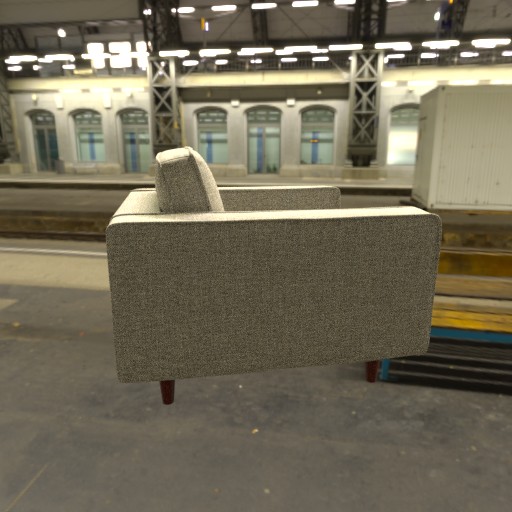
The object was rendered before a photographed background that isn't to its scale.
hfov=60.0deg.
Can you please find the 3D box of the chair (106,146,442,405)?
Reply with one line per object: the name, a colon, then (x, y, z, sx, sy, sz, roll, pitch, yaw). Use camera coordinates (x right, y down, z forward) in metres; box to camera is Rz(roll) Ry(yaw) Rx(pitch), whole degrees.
chair: (0.000, 0.000, 1.596, 0.914, 0.765, 0.889, -3, 14, -11)
